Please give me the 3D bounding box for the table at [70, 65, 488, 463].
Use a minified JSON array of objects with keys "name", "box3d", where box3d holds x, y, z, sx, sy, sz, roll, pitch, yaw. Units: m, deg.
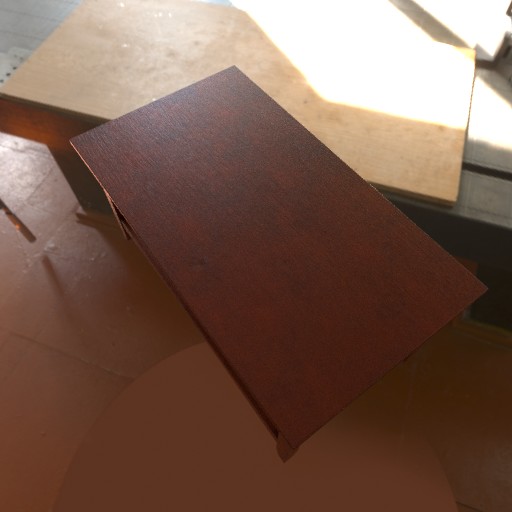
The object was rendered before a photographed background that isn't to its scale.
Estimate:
[{"name":"table","box3d":[0.000,0.000,1.247,0.533,0.456,0.943,-32,64,-18]}]
